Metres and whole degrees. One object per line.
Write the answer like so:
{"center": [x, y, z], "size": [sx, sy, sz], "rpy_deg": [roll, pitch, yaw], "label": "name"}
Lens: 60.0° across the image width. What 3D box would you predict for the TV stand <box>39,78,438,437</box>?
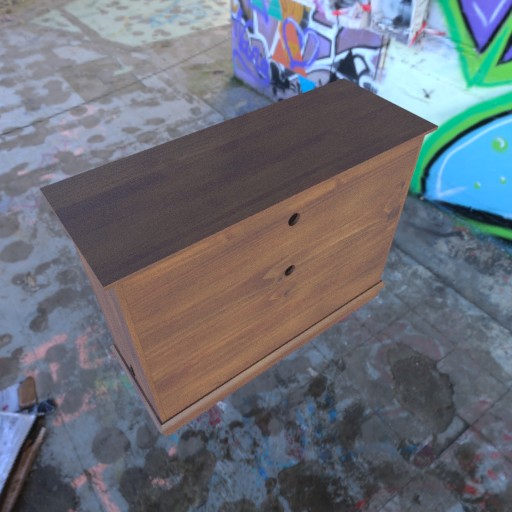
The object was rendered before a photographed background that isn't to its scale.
{"center": [0.000, 0.000, 1.522], "size": [1.067, 0.813, 0.406], "rpy_deg": [-28, 52, -24], "label": "TV stand"}
